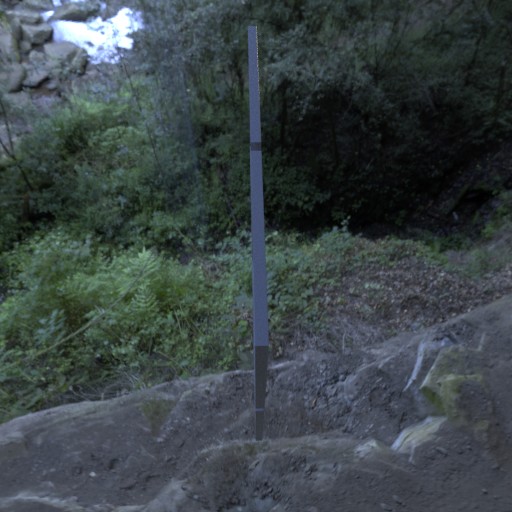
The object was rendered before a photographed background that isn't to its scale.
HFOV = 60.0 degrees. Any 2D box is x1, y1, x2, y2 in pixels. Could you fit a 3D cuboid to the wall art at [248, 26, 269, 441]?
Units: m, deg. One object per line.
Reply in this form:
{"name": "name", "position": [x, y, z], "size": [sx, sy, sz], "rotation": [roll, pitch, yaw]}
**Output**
{"name": "wall art", "position": [0.000, 0.000, 1.666], "size": [0.029, 1.118, 1.118], "rotation": [-1, 58, -1]}
